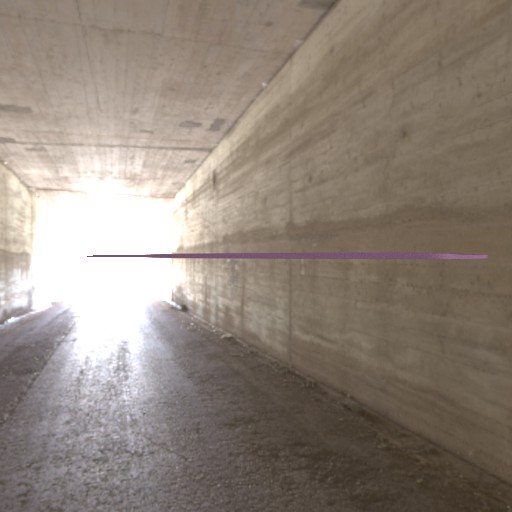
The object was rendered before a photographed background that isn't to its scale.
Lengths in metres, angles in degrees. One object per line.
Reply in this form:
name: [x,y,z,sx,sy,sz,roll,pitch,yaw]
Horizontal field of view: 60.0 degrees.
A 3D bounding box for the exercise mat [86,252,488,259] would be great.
exercise mat: [0.000,0.000,2.065,1.869,0.021,0.616,0,0,36]
